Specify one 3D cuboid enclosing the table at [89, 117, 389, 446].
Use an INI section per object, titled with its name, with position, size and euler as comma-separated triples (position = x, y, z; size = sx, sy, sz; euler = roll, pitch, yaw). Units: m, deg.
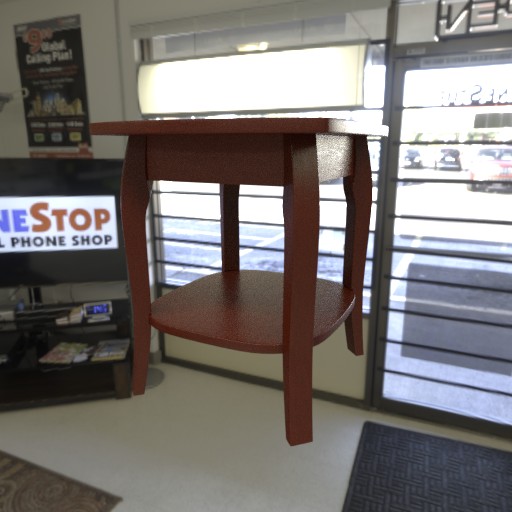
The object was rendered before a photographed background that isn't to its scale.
[table]
position = 0.000, 0.000, 0.877
size = 0.433, 0.496, 0.502
euler = 7, 16, 26
